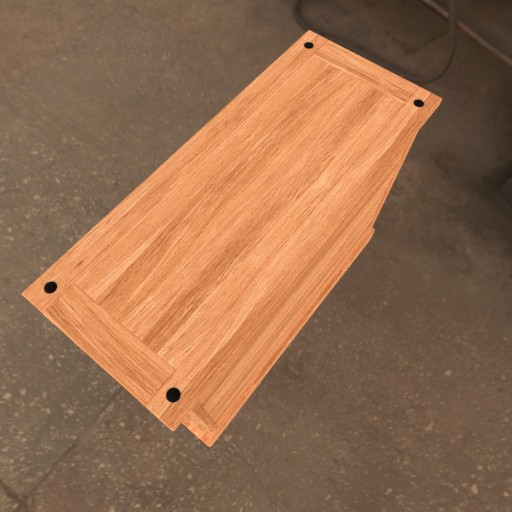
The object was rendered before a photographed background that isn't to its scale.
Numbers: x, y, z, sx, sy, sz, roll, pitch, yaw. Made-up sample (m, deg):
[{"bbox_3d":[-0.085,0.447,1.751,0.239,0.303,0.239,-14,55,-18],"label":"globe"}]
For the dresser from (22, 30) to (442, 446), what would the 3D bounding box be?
[{"bbox_3d":[0.000,0.000,1.325,0.410,0.740,0.990,35,69,16],"label":"dresser"}]
